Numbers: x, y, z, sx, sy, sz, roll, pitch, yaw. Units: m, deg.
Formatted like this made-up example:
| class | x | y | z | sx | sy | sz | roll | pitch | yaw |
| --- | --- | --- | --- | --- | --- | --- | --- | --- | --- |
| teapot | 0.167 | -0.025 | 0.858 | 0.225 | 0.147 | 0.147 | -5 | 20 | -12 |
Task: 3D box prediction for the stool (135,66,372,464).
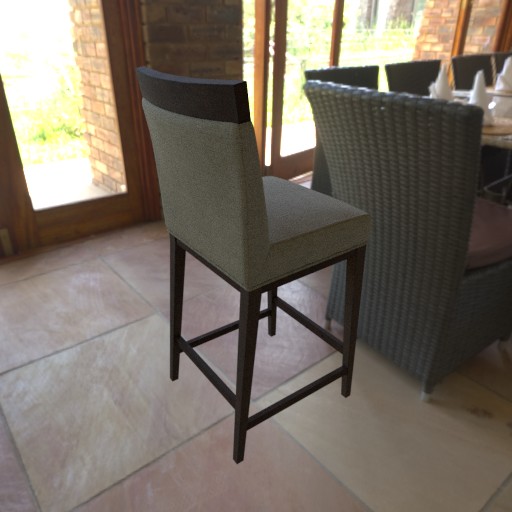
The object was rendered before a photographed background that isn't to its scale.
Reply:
| class | x | y | z | sx | sy | sz | roll | pitch | yaw |
| --- | --- | --- | --- | --- | --- | --- | --- | --- | --- |
| stool | 0.000 | 0.000 | 1.427 | 0.531 | 1.117 | 0.511 | -18 | 32 | -31 |
